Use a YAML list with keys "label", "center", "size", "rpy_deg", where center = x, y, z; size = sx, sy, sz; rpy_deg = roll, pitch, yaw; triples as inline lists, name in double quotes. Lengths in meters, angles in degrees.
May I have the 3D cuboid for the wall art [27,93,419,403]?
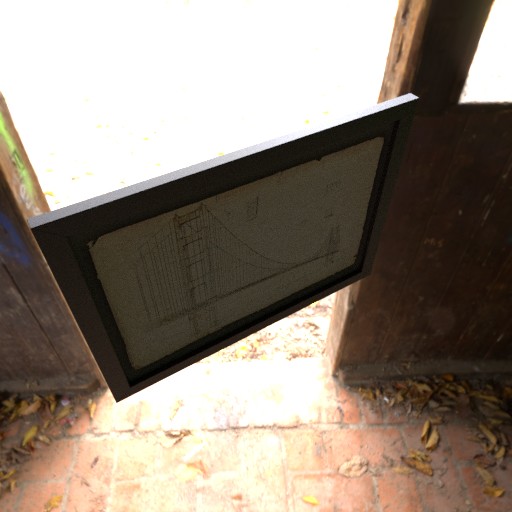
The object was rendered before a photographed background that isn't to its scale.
- label: "wall art"
  center: [0.000, 0.000, 0.548]
  size: [0.432, 0.306, 0.016]
  rpy_deg: [-23, 50, -21]
